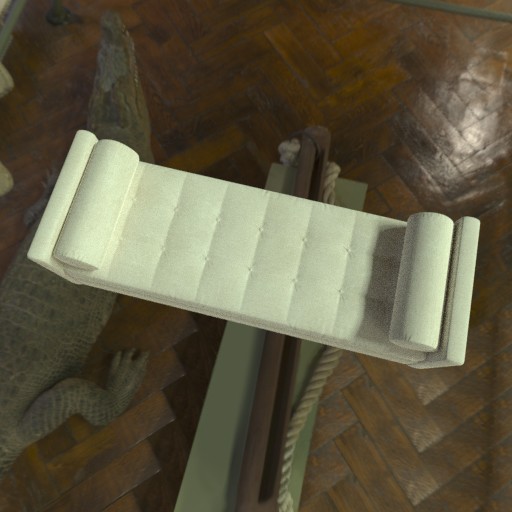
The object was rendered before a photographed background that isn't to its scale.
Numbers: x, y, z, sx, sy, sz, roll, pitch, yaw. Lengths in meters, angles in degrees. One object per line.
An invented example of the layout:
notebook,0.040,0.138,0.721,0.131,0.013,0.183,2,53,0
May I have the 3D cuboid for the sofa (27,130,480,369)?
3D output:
sofa,0.000,0.000,2.311,1.981,0.635,0.686,13,74,4
